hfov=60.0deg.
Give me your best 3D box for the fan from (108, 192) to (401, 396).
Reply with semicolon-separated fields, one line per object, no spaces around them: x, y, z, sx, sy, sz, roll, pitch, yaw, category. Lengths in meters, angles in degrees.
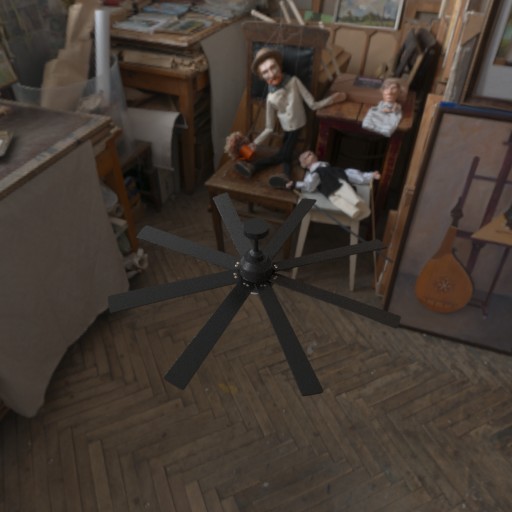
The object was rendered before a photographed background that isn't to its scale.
0.000;0.000;2.740;1.830;0.472;1.830;-12;43;-13;fan
